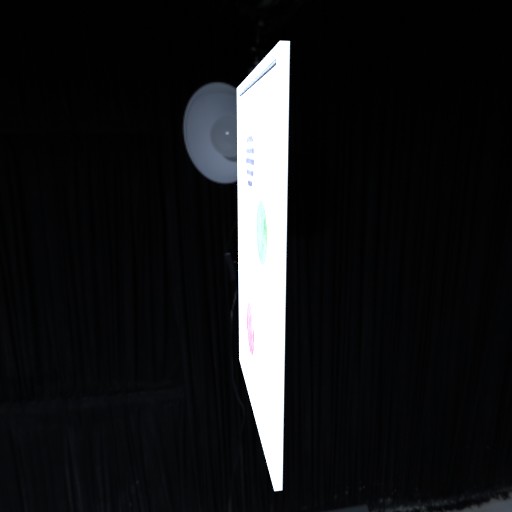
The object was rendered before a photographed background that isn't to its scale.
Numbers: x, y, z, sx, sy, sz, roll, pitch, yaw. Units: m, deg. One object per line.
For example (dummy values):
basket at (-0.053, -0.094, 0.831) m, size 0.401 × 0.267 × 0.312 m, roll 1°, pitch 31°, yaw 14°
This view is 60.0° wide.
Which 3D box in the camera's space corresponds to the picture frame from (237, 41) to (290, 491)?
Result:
picture frame at (0.000, 0.000, 0.845) m, size 0.013 × 0.657 × 0.457 m, roll -2°, pitch 14°, yaw -9°
